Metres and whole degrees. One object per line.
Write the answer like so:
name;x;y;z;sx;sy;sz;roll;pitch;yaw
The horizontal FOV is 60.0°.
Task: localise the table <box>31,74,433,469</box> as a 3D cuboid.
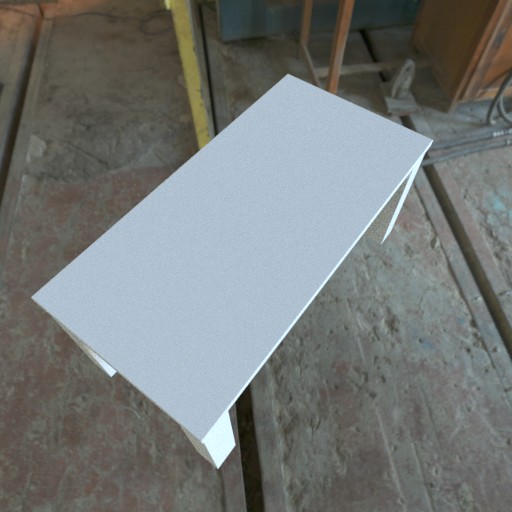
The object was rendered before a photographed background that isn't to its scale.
table;0.000;0.000;2.345;0.900;0.790;1.800;32;63;19
